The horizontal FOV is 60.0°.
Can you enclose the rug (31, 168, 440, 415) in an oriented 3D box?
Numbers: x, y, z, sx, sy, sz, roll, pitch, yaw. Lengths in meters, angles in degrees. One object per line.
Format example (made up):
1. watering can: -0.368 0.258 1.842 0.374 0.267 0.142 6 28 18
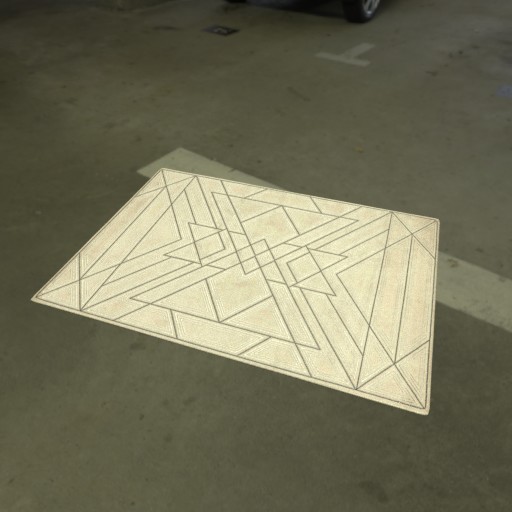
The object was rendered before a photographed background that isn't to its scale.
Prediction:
1. rug: 0.000 0.000 4.358 3.381 0.026 2.436 13 43 14
